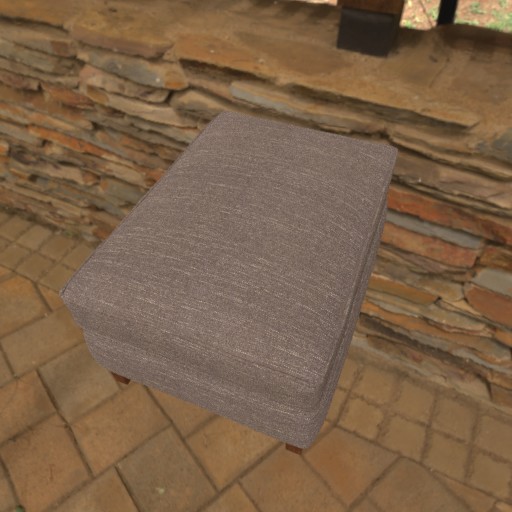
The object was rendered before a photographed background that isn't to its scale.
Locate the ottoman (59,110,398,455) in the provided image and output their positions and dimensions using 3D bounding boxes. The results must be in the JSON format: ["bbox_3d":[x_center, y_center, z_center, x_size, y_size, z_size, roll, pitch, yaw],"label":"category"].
[{"bbox_3d":[0.000,0.000,1.005,0.508,0.406,0.686,16,49,15],"label":"ottoman"}]
